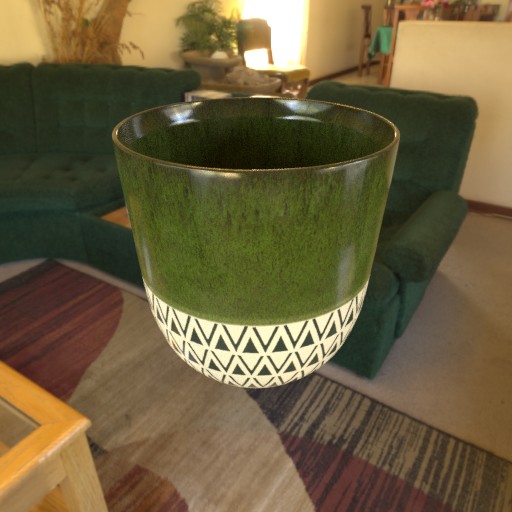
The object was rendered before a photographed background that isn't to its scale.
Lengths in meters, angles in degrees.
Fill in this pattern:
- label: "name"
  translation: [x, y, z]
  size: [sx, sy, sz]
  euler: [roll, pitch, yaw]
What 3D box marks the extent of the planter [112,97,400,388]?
- label: "planter"
  translation: [0.000, 0.000, 0.459]
  size: [0.245, 0.270, 0.245]
  euler: [0, 30, 0]
